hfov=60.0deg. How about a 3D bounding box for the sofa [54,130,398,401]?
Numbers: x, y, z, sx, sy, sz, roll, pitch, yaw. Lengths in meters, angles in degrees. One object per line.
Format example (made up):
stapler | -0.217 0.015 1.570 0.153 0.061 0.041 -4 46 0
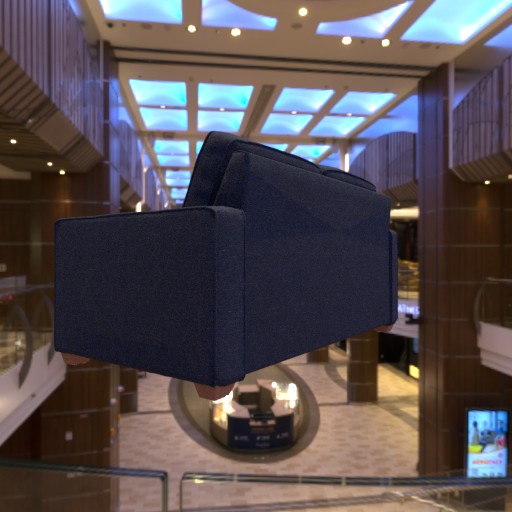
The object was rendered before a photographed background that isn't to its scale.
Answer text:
sofa | 0.000 0.000 2.296 0.947 0.918 1.709 0 0 36
